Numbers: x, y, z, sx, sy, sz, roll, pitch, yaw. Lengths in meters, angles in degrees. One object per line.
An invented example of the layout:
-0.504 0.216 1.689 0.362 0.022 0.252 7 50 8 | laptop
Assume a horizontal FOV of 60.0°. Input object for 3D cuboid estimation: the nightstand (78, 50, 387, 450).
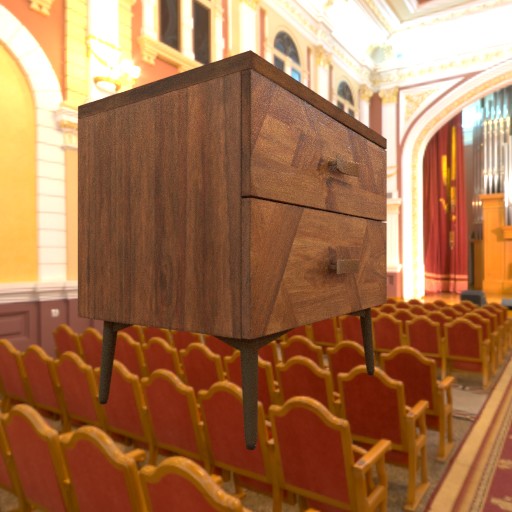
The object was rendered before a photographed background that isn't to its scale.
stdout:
0.000 0.000 1.020 0.458 0.610 0.610 0 0 35 | nightstand
